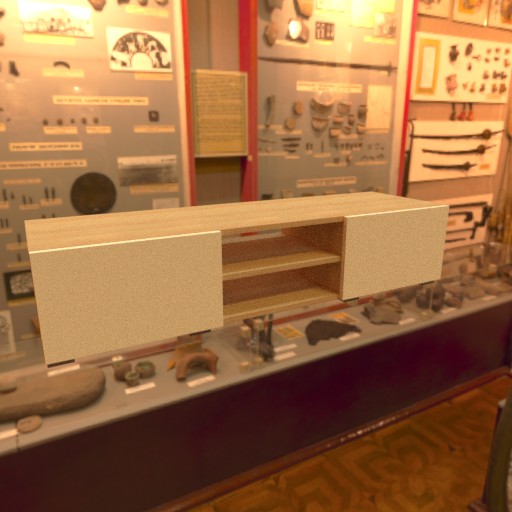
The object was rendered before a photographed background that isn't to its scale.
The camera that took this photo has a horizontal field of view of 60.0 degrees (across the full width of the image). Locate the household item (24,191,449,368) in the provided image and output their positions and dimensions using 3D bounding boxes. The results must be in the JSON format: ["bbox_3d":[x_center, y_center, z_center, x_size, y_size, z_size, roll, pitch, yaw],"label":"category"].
[{"bbox_3d":[0.000,0.000,1.550,1.400,0.310,0.420,-8,18,-27],"label":"household item"}]
